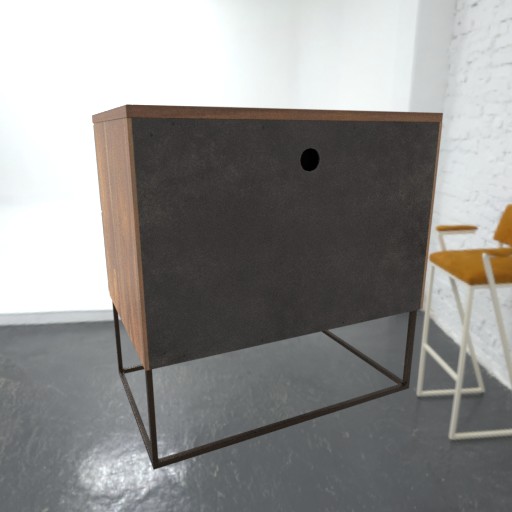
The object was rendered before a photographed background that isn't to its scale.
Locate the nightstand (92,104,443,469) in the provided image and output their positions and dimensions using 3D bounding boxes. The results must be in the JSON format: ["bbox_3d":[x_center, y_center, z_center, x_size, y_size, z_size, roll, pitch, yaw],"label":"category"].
[{"bbox_3d":[0.000,0.000,1.002,0.605,0.611,0.427,-7,17,-25],"label":"nightstand"}]
